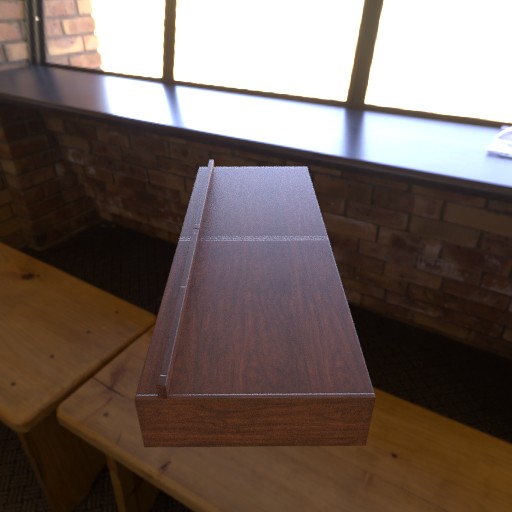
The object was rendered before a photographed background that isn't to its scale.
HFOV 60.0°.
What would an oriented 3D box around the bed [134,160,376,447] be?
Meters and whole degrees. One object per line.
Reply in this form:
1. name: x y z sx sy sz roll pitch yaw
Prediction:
1. bed: 0.000 0.000 2.333 0.787 0.326 2.057 0 32 0
